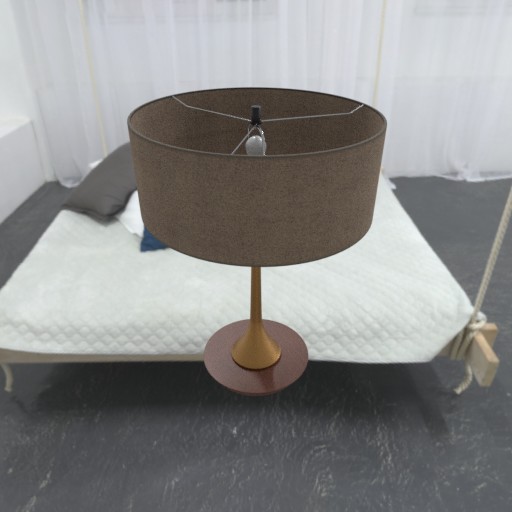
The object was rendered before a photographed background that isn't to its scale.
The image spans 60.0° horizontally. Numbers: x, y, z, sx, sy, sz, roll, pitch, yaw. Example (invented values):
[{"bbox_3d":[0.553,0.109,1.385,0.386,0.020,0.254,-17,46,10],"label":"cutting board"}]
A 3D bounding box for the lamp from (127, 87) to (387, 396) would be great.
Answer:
[{"bbox_3d":[0.000,0.000,0.839,0.396,0.551,0.417,-11,33,-17],"label":"lamp"}]
